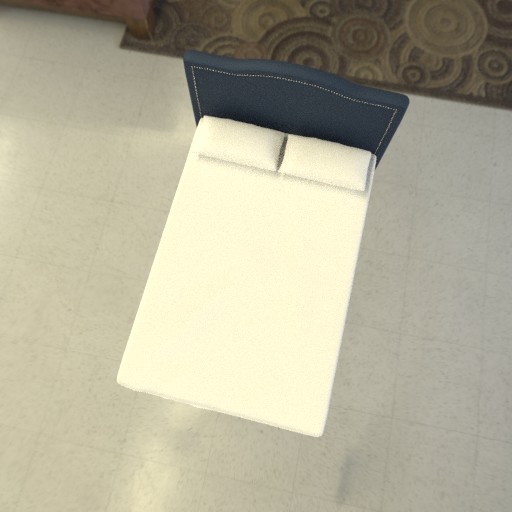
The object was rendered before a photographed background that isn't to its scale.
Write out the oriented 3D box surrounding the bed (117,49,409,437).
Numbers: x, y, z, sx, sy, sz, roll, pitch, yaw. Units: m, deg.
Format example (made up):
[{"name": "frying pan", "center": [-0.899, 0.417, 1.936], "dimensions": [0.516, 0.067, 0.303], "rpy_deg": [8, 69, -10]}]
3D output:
[{"name": "bed", "center": [0.000, 0.000, 3.494], "dimensions": [1.741, 1.441, 2.507], "rpy_deg": [13, 75, 4]}]
